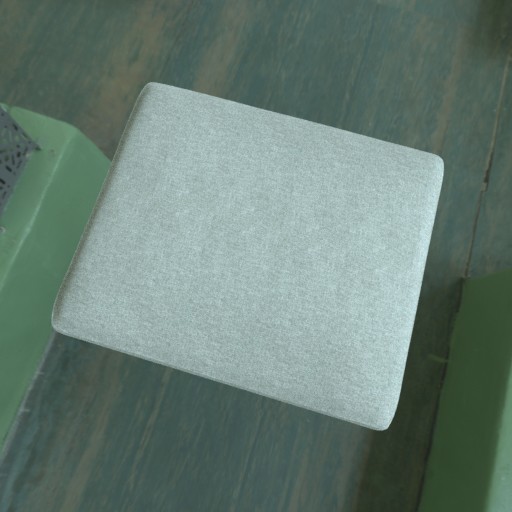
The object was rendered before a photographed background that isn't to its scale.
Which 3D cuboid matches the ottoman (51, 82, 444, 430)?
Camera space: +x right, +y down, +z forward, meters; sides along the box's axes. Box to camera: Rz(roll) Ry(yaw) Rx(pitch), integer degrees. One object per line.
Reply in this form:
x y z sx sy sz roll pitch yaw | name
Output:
0.000 0.000 1.238 0.821 0.474 0.693 16 76 4 | ottoman
